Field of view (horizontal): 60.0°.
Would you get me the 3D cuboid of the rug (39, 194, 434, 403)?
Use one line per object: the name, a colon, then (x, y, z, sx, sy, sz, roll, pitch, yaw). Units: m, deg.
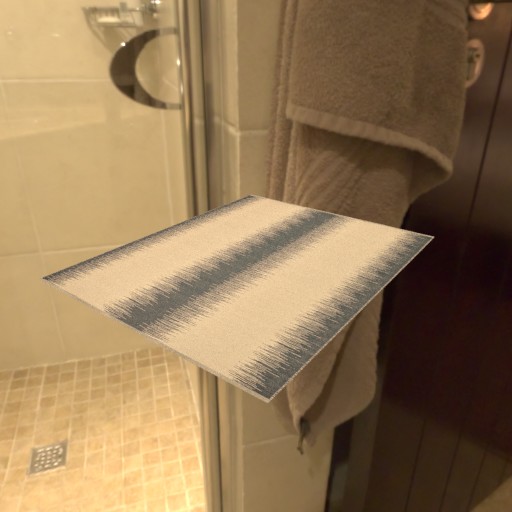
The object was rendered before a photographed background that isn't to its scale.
rug: (0.000, 0.000, 4.266, 2.453, 0.004, 3.037, 18, 31, 33)
